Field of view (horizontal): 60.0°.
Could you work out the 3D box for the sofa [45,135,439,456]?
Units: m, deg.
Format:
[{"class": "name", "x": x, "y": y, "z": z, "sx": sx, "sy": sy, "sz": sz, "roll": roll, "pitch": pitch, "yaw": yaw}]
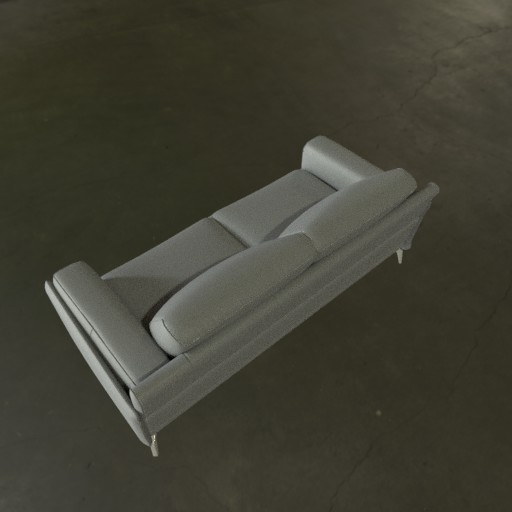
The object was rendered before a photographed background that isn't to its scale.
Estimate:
[{"class": "sofa", "x": 0.000, "y": 0.000, "z": 2.565, "sx": 2.100, "sy": 0.900, "sz": 0.969, "roll": -32, "pitch": 55, "yaw": -26}]
